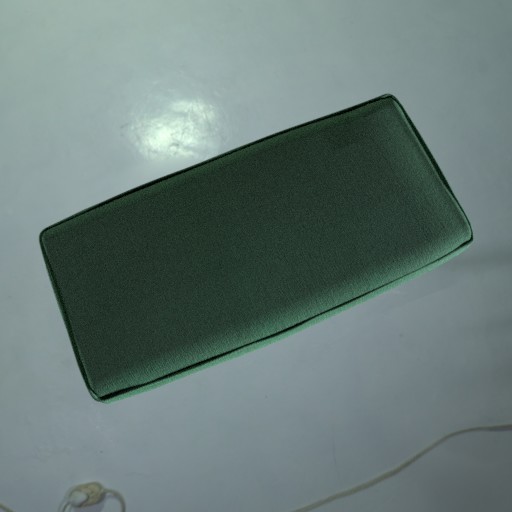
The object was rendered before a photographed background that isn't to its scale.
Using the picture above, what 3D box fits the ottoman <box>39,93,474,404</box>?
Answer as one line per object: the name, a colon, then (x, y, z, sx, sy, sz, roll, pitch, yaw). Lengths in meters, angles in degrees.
ottoman: (0.000, 0.000, 1.236, 0.957, 0.471, 0.483, -22, 78, -5)
